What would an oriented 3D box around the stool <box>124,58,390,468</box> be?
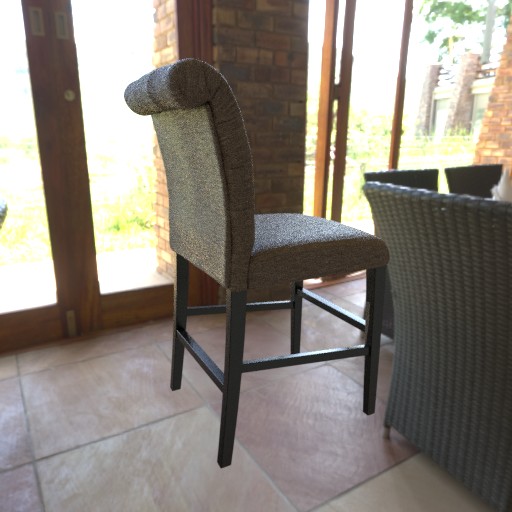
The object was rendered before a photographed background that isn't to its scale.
[{"bbox_3d":[0.000,0.000,1.281,0.611,0.970,0.457,-8,17,-27],"label":"stool"}]
